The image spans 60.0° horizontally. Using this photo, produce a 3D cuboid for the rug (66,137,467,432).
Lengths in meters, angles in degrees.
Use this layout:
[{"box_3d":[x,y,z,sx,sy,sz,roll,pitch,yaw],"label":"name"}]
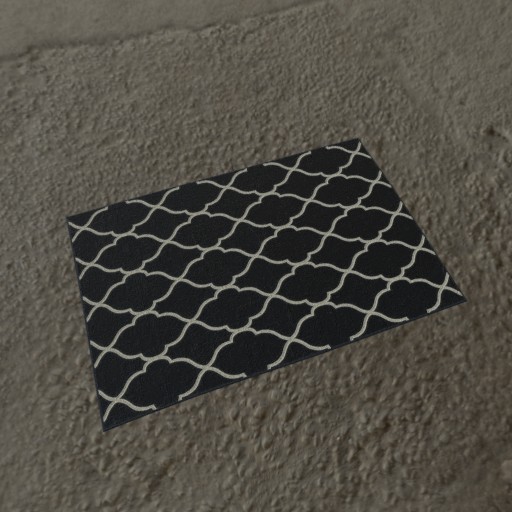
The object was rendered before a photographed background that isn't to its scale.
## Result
[{"box_3d":[0.000,0.000,2.942,2.290,0.014,1.526,-17,60,-10],"label":"rug"}]
